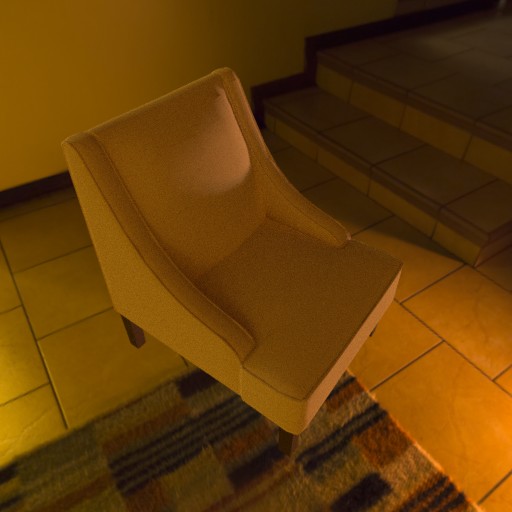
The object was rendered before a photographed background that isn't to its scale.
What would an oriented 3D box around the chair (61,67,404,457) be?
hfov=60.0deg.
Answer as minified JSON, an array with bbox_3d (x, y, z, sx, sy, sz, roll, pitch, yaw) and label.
[{"bbox_3d":[0.000,0.000,1.472,0.806,0.886,0.689,26,49,26],"label":"chair"}]
